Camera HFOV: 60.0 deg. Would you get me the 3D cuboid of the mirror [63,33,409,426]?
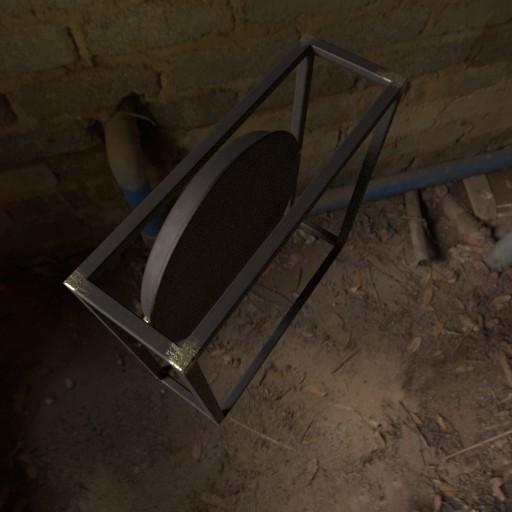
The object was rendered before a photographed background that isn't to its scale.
[{"bbox_3d":[0.000,0.000,0.474,0.107,0.303,0.306,32,68,15],"label":"mirror"}]
